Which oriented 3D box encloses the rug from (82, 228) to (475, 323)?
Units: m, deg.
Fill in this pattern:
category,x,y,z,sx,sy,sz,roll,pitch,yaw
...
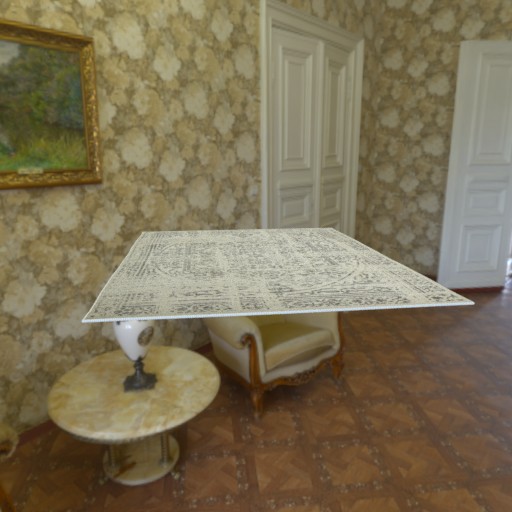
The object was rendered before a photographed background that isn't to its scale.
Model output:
category,x,y,z,sx,sy,sz,roll,pitch,yaw
rug,0.000,0.000,3.952,2.311,0.032,2.921,-2,13,-7
